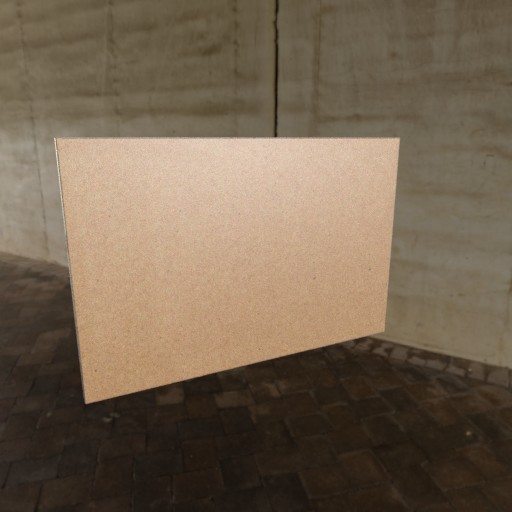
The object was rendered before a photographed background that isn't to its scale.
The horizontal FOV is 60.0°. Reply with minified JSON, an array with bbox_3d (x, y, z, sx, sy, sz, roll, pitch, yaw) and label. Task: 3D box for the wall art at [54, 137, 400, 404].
[{"bbox_3d":[0.000,0.000,0.791,0.615,0.410,0.021,-7,16,-25],"label":"wall art"}]
